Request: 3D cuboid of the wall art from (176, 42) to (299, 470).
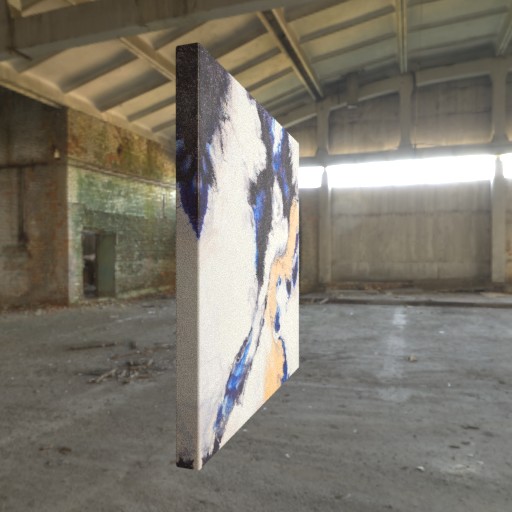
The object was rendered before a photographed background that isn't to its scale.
[{"bbox_3d":[0.000,0.000,0.920,0.039,0.609,0.609,0,0,19],"label":"wall art"}]
